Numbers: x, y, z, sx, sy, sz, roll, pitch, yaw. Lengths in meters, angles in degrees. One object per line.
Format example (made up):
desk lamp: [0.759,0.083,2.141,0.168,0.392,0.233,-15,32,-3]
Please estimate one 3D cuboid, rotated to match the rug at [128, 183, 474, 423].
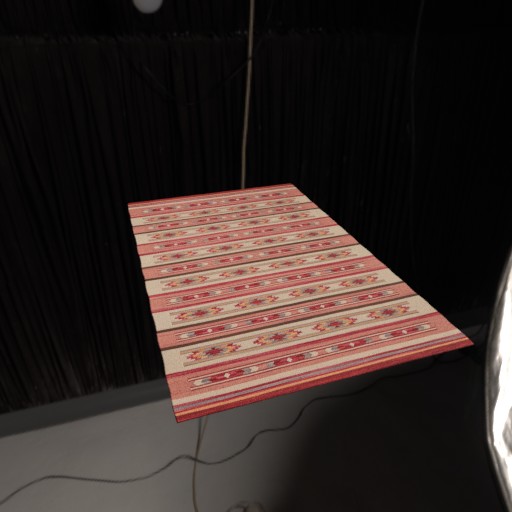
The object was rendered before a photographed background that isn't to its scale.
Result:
rug: [0.000,0.000,3.049,1.535,0.010,2.431,-10,31,-16]
